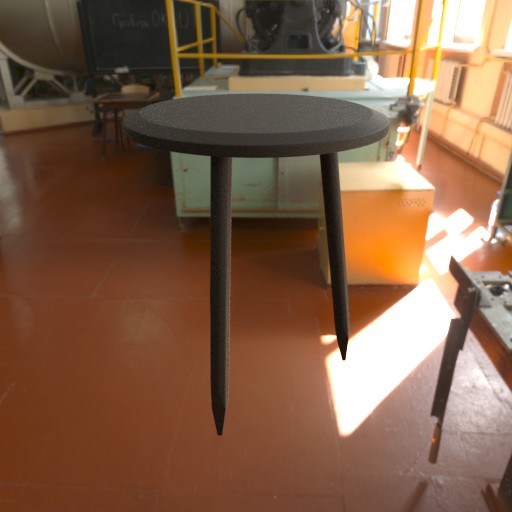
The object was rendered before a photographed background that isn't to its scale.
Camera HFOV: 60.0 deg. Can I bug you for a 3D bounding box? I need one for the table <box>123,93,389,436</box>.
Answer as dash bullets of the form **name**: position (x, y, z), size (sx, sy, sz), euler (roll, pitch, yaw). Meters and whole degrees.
- **table**: position (0.000, 0.000, 0.917), size (0.457, 0.585, 0.457), euler (0, 27, 0)
